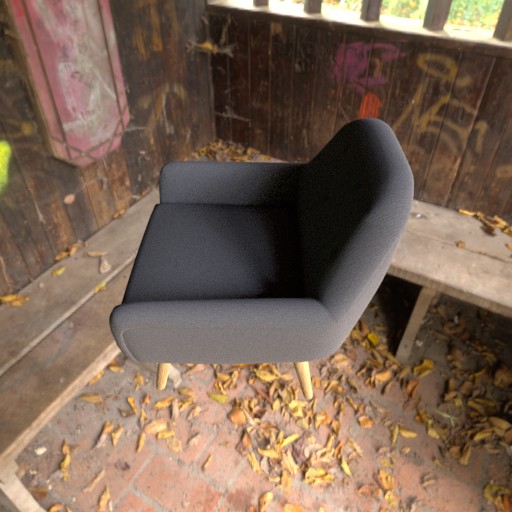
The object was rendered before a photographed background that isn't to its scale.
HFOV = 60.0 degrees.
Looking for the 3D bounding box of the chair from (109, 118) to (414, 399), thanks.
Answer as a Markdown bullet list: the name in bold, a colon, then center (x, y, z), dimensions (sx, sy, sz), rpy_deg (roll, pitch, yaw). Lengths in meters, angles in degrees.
- **chair**: center (0.000, 0.000, 1.437), dimensions (0.779, 0.800, 0.770), rpy_deg (1, 42, 1)
